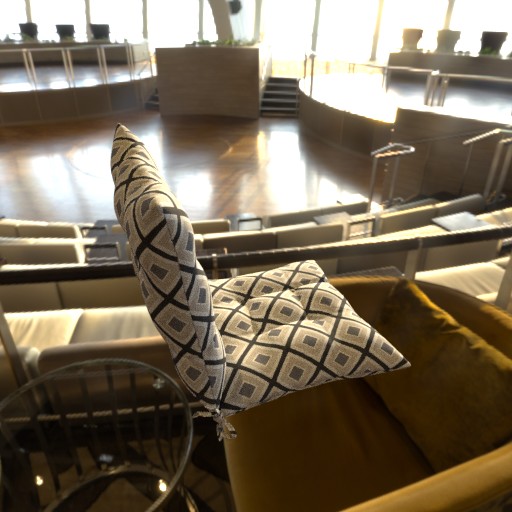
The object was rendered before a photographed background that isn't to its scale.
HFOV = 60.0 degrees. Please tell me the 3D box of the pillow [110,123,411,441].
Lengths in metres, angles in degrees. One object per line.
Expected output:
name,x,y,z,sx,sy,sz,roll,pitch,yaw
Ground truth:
pillow,0.000,0.000,1.027,0.585,0.536,0.541,-10,32,-18
